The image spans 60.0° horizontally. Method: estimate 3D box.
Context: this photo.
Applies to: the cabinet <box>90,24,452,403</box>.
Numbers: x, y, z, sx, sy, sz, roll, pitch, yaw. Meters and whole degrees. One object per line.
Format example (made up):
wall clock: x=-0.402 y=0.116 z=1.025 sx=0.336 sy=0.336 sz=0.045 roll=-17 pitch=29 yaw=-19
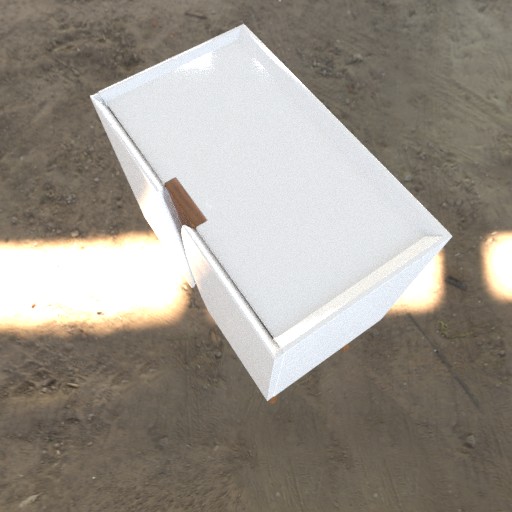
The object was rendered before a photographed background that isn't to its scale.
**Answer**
cabinet: x=0.000 y=0.000 z=1.105 sx=0.344 sy=0.772 sz=0.591 roll=-32 pitch=69 yaw=-14
